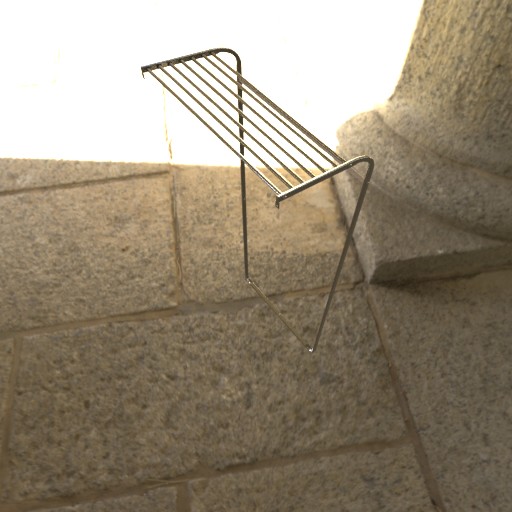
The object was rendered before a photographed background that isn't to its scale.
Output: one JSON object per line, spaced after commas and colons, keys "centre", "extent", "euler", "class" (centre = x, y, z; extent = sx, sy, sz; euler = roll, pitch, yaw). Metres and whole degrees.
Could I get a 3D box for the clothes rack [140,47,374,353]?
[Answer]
{"centre": [0.000, 0.000, 1.830], "extent": [0.349, 1.574, 0.609], "euler": [-34, 64, -19], "class": "clothes rack"}
